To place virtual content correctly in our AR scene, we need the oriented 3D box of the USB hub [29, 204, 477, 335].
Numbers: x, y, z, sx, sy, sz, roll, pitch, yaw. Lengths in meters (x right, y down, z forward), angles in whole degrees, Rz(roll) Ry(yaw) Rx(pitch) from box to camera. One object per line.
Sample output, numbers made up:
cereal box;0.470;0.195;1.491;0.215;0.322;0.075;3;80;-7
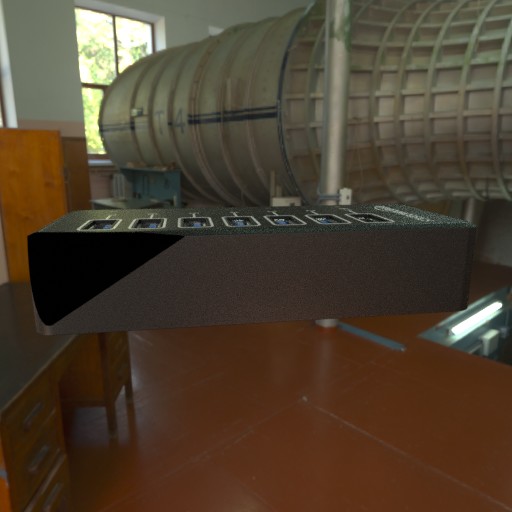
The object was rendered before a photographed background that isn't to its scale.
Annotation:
USB hub;0.000;0.000;0.127;0.110;0.023;0.044;-2;14;-9
